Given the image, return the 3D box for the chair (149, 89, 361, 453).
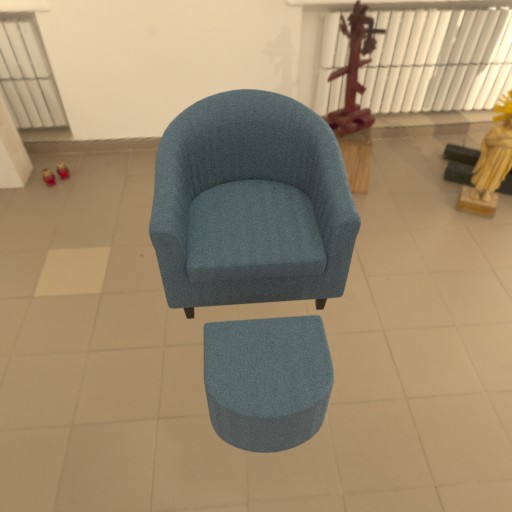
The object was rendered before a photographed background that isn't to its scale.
[{"bbox_3d":[0.000,0.000,1.718,0.756,0.757,1.288,-3,46,-3],"label":"chair"}]
